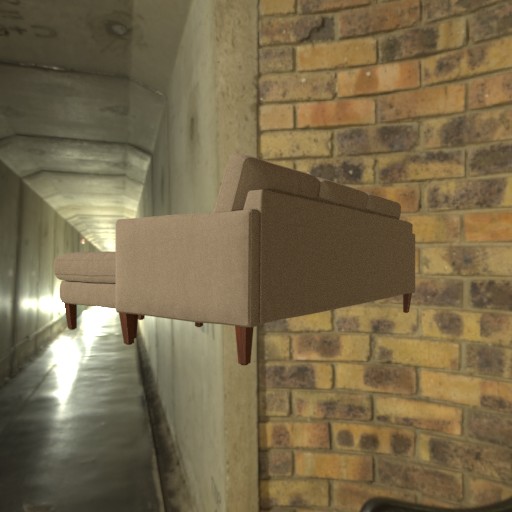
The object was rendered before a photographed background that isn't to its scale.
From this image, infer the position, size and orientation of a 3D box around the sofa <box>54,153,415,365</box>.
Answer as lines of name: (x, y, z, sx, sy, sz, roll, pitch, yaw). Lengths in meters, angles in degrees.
sofa: (0.000, 0.000, 2.999, 1.506, 0.875, 2.178, 0, 0, 36)
